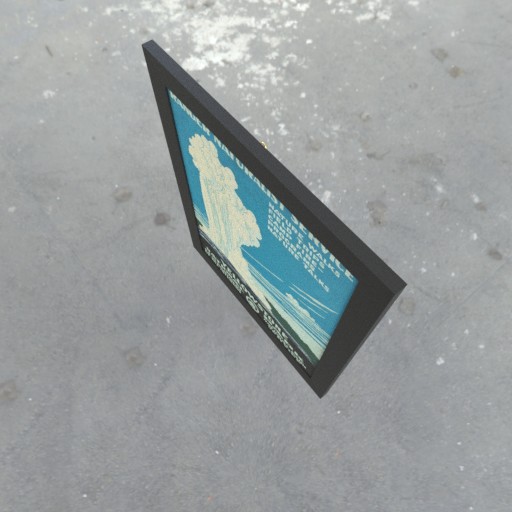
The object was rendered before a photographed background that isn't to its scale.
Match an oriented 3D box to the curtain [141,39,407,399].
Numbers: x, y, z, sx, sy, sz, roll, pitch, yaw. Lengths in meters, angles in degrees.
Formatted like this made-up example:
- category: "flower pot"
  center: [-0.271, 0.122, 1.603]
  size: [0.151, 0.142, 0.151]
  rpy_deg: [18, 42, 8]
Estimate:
- category: "curtain"
  center: [0.000, 0.000, 0.796]
  size: [0.027, 0.585, 0.483]
  rpy_deg: [-35, 68, -17]
